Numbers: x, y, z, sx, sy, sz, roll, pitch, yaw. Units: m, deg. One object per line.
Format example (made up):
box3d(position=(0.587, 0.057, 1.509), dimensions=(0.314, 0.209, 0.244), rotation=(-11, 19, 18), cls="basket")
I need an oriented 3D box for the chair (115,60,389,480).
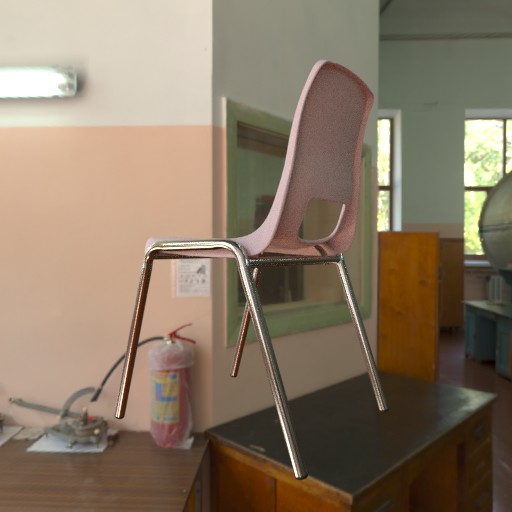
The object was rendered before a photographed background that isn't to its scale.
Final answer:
box3d(position=(0.000, 0.000, 0.909), dimensions=(0.436, 0.653, 0.381), rotation=(1, 1, 37), cls="chair")
